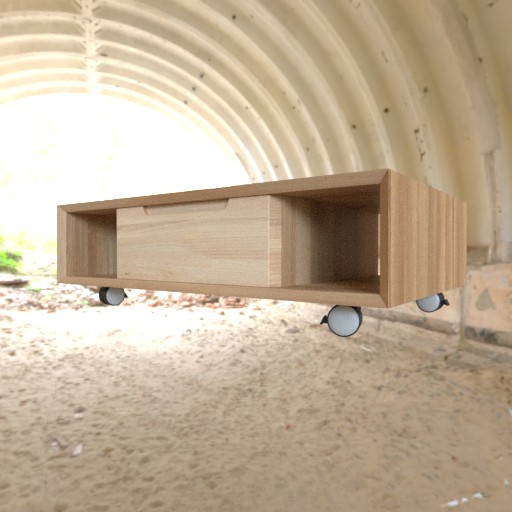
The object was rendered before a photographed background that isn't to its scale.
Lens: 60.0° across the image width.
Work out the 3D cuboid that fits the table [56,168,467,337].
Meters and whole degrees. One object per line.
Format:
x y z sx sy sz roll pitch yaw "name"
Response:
0.000 0.000 1.408 1.100 0.330 0.700 0 1 36 "table"
